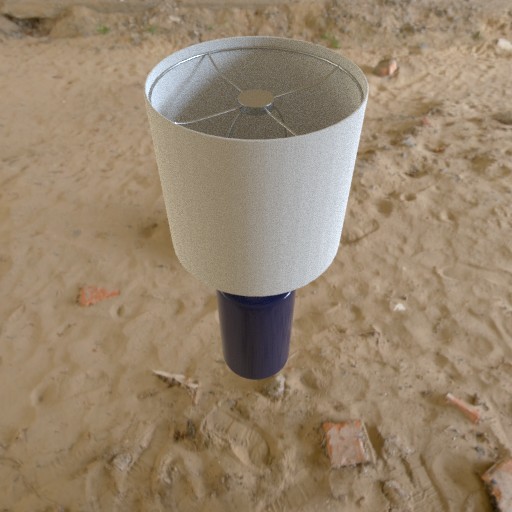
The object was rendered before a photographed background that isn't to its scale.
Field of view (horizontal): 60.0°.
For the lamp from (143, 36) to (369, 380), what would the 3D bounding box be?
[{"bbox_3d":[0.000,0.000,0.602,0.212,0.493,0.212,-24,52,-21],"label":"lamp"}]
